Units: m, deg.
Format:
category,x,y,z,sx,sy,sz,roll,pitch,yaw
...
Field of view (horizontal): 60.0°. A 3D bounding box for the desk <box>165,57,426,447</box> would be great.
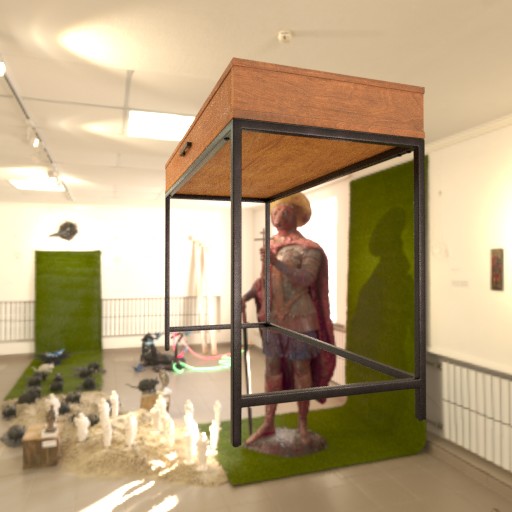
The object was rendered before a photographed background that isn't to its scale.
category,x,y,z,sx,sy,sz,roll,pitch,yaw
desk,0.000,0.000,1.415,0.470,0.762,1.016,0,-1,-19
